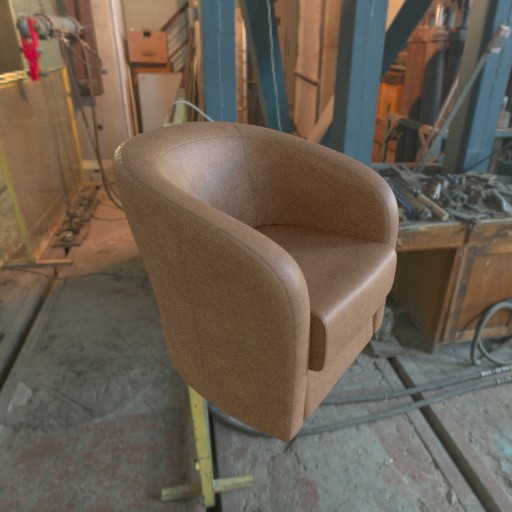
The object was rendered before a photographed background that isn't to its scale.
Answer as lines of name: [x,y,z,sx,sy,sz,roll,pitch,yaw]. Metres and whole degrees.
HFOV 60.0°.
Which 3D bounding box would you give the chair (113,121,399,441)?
chair: [0.000,0.000,1.486,0.815,0.771,0.791,18,32,31]
